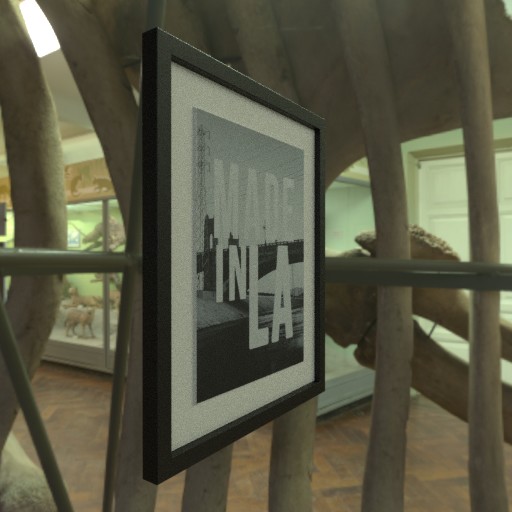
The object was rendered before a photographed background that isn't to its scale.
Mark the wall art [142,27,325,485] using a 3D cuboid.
[{"bbox_3d":[0.000,0.000,0.733,0.028,0.559,0.457,0,0,35],"label":"wall art"}]
